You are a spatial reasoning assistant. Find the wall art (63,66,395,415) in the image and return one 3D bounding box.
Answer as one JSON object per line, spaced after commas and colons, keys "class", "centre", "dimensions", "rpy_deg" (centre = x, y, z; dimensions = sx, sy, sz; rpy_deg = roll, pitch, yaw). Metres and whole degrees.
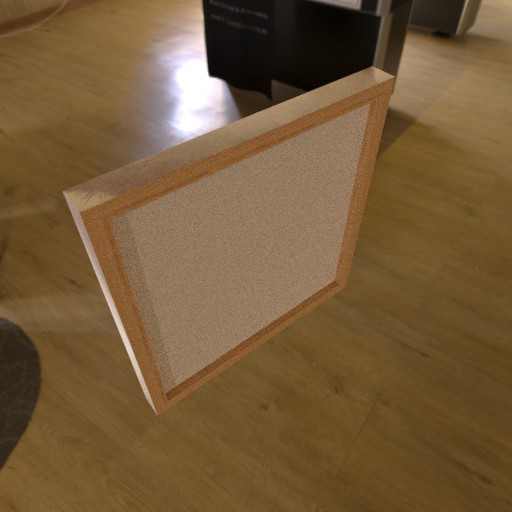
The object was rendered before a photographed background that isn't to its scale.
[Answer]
{"class": "wall art", "centre": [0.000, 0.000, 0.460], "dimensions": [0.303, 0.303, 0.028], "rpy_deg": [-30, 54, -25]}
